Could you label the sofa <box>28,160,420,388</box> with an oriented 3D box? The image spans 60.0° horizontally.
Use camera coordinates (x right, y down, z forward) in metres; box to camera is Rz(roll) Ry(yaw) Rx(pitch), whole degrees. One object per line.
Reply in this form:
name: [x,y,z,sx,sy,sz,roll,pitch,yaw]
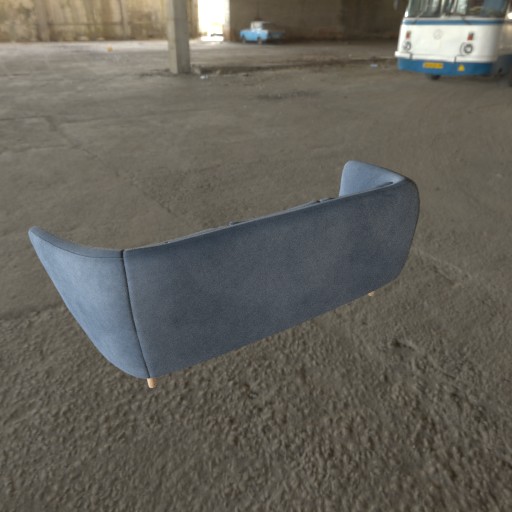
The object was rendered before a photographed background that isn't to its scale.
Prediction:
sofa: [0.000,0.000,2.455,2.095,0.795,0.849,-17,33,-29]
